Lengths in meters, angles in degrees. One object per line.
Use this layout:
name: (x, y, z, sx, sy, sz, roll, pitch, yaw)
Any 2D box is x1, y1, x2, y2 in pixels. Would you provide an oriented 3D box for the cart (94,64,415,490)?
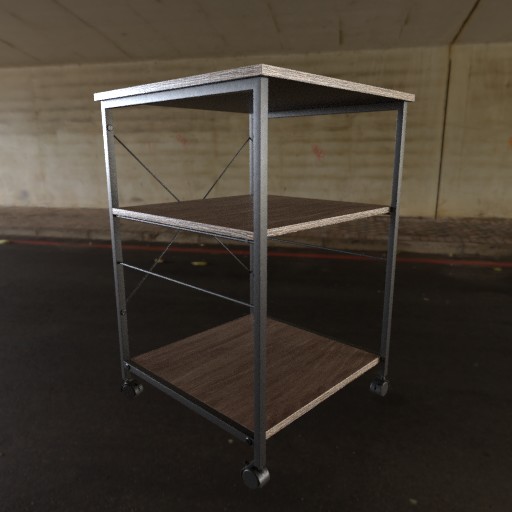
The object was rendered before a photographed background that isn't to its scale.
cart: (0.000, 0.000, 1.103, 0.520, 0.762, 0.521, 12, 18, 42)
